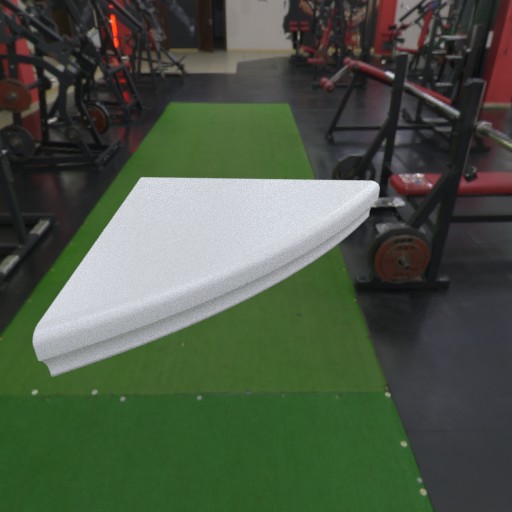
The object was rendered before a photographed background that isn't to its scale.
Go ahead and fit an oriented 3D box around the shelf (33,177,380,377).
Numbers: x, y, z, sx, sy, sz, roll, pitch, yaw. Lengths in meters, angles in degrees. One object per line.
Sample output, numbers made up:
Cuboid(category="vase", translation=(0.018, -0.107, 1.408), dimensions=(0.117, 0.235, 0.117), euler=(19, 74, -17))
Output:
Cuboid(category="shelf", translation=(0.000, 0.000, 0.453), dimensions=(0.310, 0.050, 0.310), euler=(1, 31, 1))
